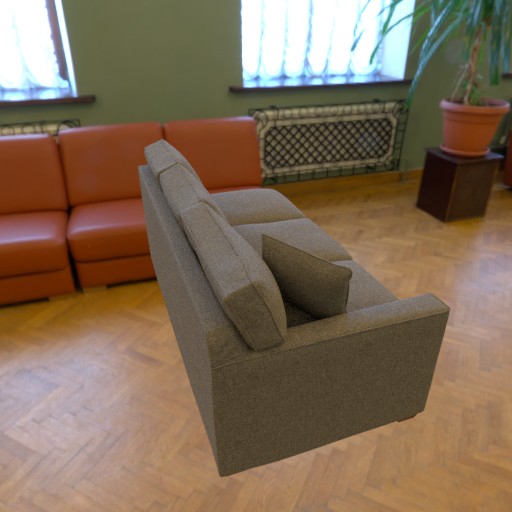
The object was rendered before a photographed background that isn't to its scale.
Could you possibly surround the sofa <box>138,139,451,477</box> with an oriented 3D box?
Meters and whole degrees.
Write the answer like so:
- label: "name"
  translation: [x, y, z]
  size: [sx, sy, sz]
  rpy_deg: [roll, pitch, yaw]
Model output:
- label: "sofa"
  translation: [0.000, 0.000, 2.519]
  size: [1.034, 0.946, 1.963]
  rpy_deg: [-10, 30, -17]
